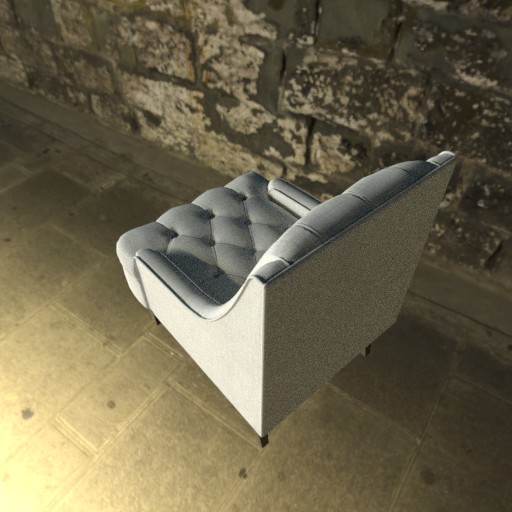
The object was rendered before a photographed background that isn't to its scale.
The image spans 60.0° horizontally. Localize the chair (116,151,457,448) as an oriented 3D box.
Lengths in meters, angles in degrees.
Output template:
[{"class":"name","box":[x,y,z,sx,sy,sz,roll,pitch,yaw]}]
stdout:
[{"class":"chair","box":[0.000,0.000,1.434,0.658,0.891,0.772,-32,54,-27]}]
